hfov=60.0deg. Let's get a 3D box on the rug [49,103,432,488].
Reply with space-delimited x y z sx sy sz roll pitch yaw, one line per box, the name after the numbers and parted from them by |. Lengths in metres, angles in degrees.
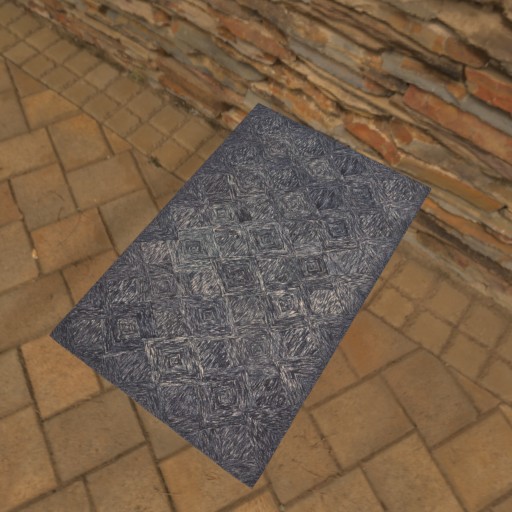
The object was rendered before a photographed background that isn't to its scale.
0.000 0.000 2.231 1.139 0.010 1.754 31 67 14 | rug
